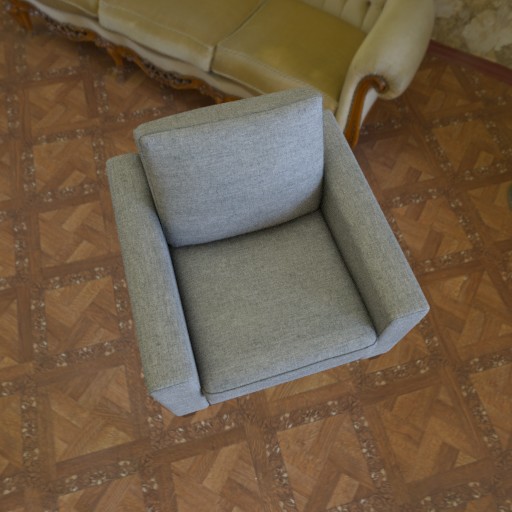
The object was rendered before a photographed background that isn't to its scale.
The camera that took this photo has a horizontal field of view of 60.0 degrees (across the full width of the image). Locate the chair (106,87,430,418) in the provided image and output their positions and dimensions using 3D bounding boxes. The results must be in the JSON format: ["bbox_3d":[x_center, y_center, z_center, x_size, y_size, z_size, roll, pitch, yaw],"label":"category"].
[{"bbox_3d":[0.000,0.000,1.877,1.024,1.010,1.038,-15,64,-7],"label":"chair"}]
